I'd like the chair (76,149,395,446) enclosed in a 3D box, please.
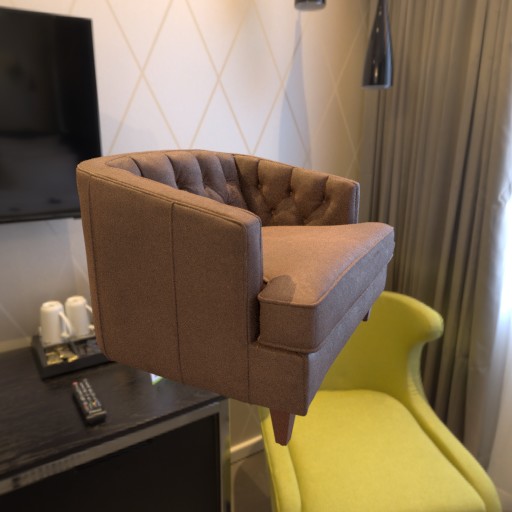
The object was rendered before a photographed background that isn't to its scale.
[{"bbox_3d":[0.000,0.000,1.715,0.914,0.787,1.118,8,17,26],"label":"chair"}]
